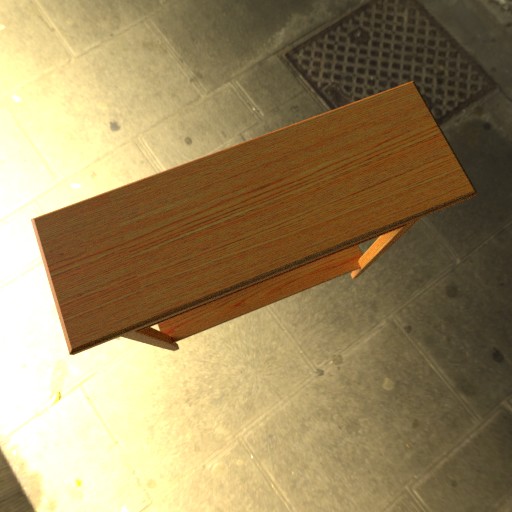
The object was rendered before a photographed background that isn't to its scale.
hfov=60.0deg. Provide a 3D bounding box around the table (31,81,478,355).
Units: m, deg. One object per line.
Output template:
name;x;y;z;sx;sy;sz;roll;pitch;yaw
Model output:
table;0.000;0.000;1.130;0.762;0.711;0.254;-21;76;-5
